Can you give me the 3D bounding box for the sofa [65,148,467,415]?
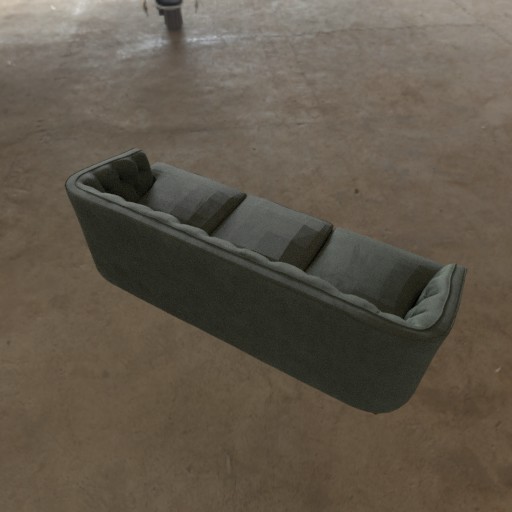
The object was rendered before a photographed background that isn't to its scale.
[{"bbox_3d":[0.000,0.000,2.720,2.278,0.855,0.941,23,50,21],"label":"sofa"}]
